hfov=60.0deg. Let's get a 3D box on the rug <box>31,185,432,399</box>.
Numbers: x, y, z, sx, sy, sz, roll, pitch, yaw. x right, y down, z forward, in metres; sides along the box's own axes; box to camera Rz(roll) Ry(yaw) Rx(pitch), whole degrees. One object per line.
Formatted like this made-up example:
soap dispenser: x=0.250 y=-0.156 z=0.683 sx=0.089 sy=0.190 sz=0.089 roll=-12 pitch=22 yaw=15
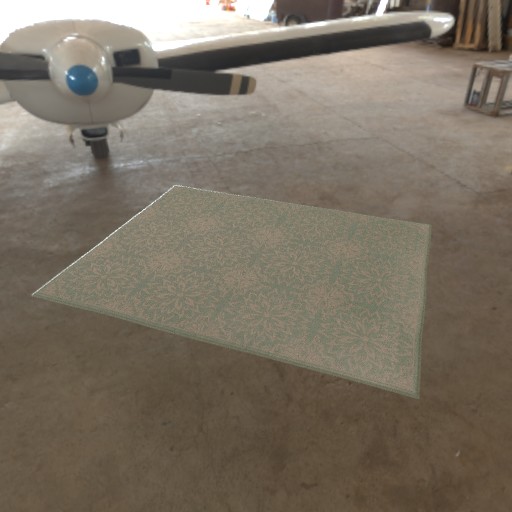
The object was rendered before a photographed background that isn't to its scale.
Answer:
rug: x=0.000 y=0.000 z=4.057 sx=2.980 sy=0.012 sz=2.363 roll=11 pitch=34 yaw=17
